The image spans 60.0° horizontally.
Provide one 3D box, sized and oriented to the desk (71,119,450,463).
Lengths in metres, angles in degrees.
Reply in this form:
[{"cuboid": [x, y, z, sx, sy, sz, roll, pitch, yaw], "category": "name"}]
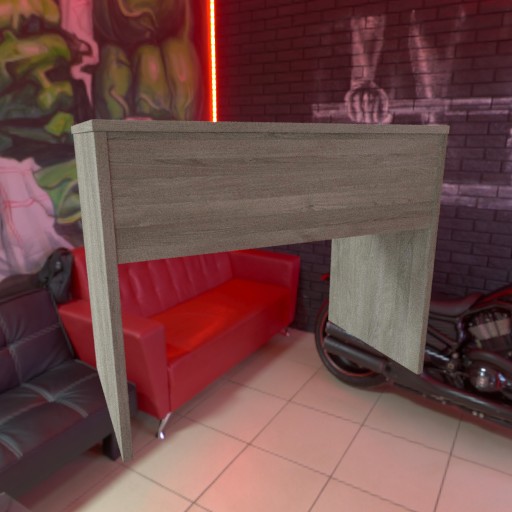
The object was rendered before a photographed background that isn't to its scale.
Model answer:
[{"cuboid": [0.000, 0.000, 1.287, 0.893, 0.724, 0.498, -7, 16, -25], "category": "desk"}]
